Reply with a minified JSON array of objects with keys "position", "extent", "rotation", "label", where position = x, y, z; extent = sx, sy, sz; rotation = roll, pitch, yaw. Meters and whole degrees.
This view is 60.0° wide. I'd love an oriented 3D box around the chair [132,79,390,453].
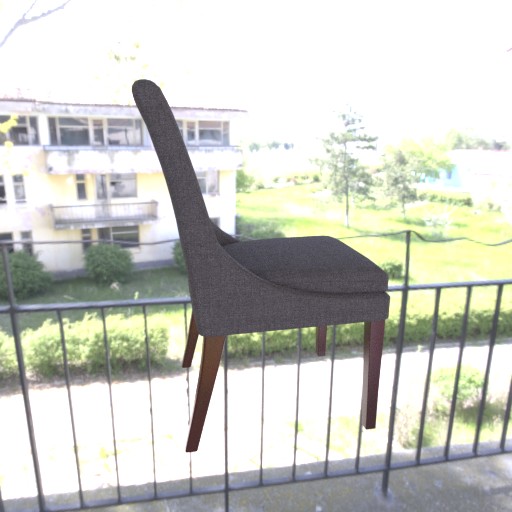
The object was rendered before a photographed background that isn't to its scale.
[{"position":[0.000,0.000,1.349],"extent":[0.655,0.952,0.508],"rotation":[-3,15,-10],"label":"chair"}]
